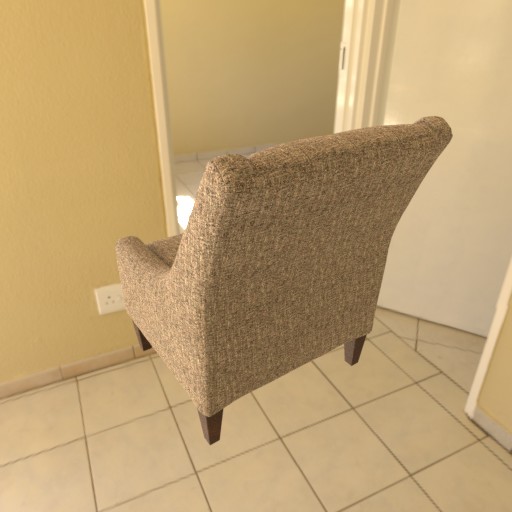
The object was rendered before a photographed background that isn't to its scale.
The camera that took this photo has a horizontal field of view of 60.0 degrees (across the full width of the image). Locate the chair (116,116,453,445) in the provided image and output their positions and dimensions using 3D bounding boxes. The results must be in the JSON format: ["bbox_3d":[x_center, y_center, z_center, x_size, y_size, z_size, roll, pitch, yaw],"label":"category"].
[{"bbox_3d":[0.000,0.000,1.580,0.774,1.014,0.870,-19,34,-30],"label":"chair"}]
